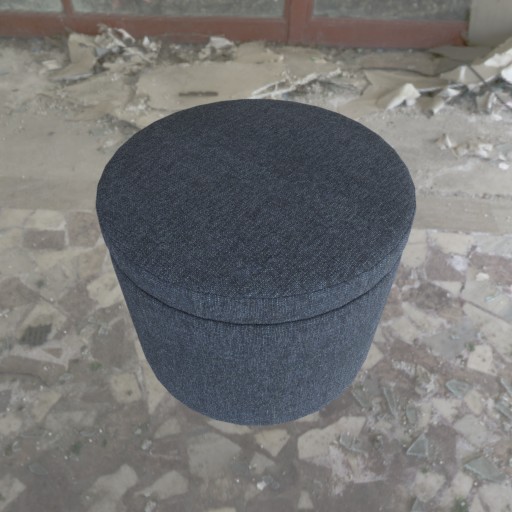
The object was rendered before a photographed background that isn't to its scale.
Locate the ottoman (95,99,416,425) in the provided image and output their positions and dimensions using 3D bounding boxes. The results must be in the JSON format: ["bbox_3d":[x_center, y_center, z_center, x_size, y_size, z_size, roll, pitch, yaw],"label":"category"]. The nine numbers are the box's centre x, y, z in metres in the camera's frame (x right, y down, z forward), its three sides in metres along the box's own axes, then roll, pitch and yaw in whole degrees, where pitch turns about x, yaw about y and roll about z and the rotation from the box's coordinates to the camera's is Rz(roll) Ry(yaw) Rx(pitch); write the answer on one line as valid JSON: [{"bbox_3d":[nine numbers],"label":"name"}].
[{"bbox_3d":[0.000,0.000,0.840,0.500,0.419,0.500,0,47,0],"label":"ottoman"}]
